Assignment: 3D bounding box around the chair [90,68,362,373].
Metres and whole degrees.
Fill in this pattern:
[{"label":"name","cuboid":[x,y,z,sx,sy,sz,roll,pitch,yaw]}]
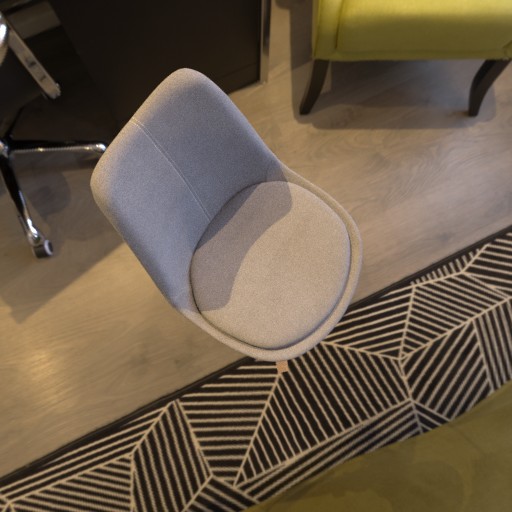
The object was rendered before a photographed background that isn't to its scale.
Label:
[{"label":"chair","cuboid":[0.000,0.000,1.172,0.549,0.863,0.474,32,78,8]}]
